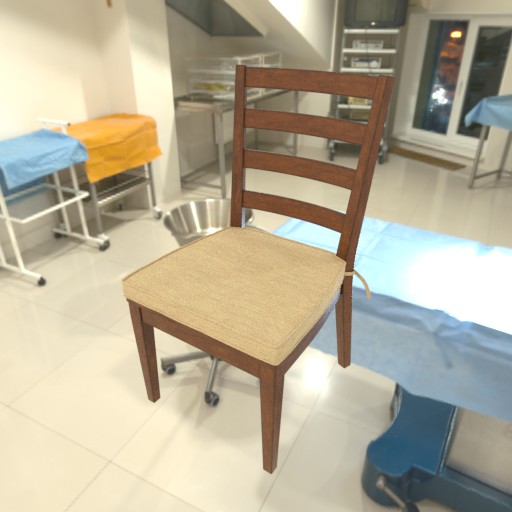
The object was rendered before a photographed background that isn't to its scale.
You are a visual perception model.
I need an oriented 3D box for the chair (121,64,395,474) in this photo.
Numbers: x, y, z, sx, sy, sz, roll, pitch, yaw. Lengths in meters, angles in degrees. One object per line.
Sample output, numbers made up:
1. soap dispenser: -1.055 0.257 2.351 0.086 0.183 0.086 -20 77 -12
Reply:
1. chair: 0.000 0.000 1.311 0.593 0.979 0.595 18 34 29
